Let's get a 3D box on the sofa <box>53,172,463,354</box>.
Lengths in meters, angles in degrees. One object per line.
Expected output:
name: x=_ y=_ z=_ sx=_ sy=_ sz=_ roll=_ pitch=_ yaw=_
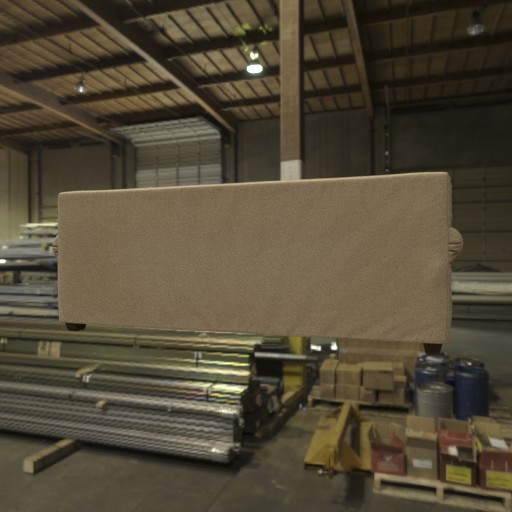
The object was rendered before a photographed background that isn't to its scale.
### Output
sofa: x=0.000 y=0.000 z=2.800 sx=2.285 sy=0.904 sz=1.067 roll=0 pitch=0 yaw=18
